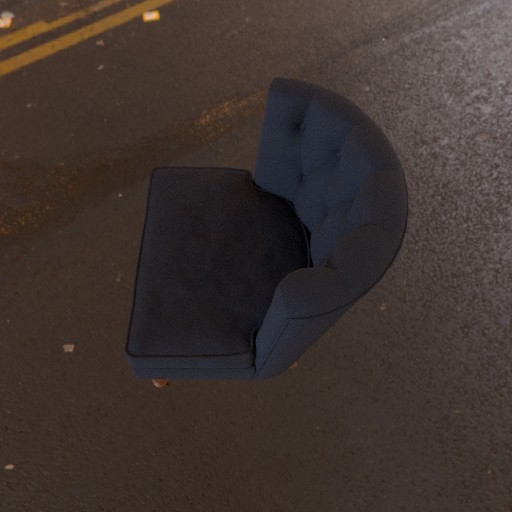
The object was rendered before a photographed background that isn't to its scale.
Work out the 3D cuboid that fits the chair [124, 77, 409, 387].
[{"bbox_3d":[0.000,0.000,1.360,0.718,0.771,0.740,-1,58,0],"label":"chair"}]
